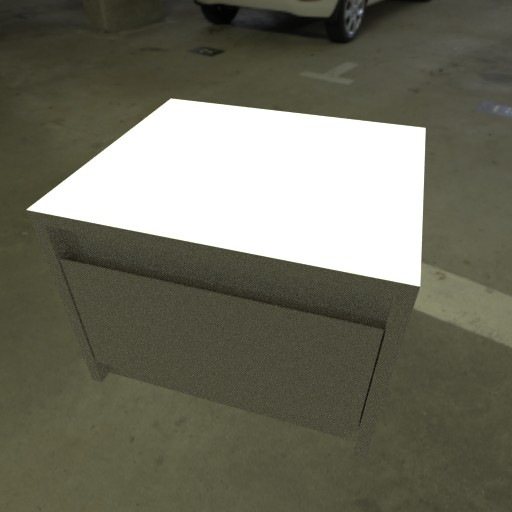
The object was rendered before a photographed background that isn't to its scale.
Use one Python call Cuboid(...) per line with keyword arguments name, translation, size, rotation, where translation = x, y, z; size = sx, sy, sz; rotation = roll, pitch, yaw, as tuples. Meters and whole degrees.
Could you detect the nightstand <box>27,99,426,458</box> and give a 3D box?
Cuboid(name="nightstand", translation=(0.000, 0.000, 0.757), size=(0.470, 0.351, 0.408), rotation=(11, 40, 13))
